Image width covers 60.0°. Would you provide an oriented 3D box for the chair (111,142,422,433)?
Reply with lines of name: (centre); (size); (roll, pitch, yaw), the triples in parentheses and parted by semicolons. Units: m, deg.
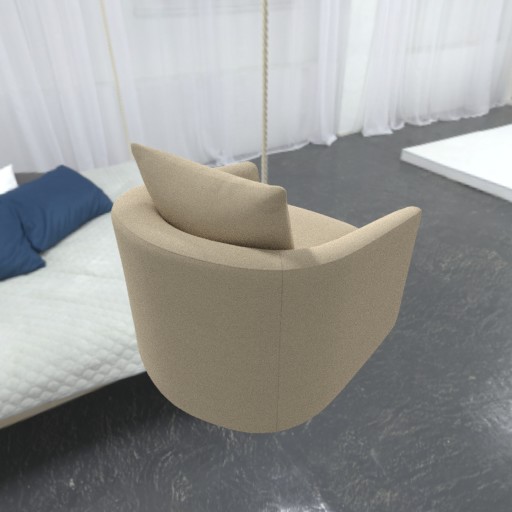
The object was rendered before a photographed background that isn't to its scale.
chair: (0.000, 0.000, 1.598); (0.845, 0.848, 0.910); (23, 38, 32)
